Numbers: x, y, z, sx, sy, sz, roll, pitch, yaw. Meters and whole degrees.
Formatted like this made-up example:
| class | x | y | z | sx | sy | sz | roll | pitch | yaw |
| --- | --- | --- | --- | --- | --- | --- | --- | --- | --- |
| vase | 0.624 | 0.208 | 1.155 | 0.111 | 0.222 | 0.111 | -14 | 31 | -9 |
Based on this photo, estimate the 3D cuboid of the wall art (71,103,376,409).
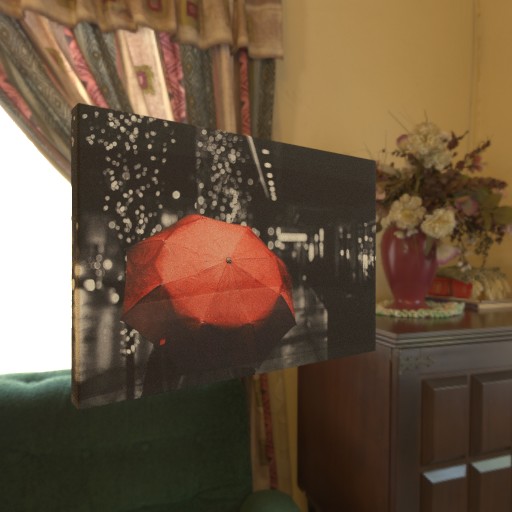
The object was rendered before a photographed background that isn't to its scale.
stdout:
| class | x | y | z | sx | sy | sz | roll | pitch | yaw |
| --- | --- | --- | --- | --- | --- | --- | --- | --- | --- |
| wall art | 0.000 | 0.000 | 0.779 | 0.609 | 0.406 | 0.037 | 0 | 0 | -36 |
